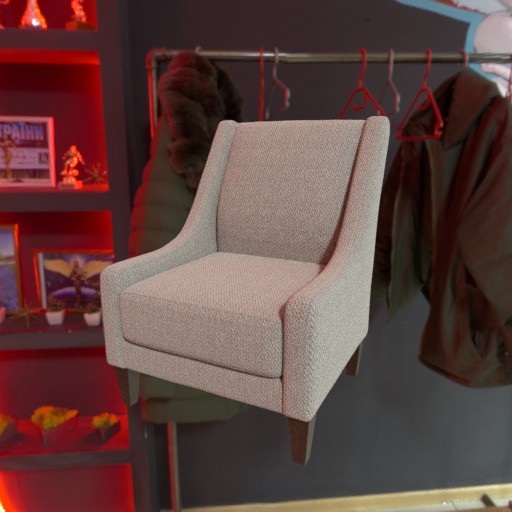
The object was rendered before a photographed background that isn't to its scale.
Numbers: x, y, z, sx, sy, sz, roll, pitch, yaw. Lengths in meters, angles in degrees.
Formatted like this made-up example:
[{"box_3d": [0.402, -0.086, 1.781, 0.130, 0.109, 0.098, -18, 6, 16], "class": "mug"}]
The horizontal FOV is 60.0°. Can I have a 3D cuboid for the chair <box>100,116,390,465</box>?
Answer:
[{"box_3d": [0.000, 0.000, 1.647, 0.774, 1.014, 0.870, 7, 16, 26], "class": "chair"}]
